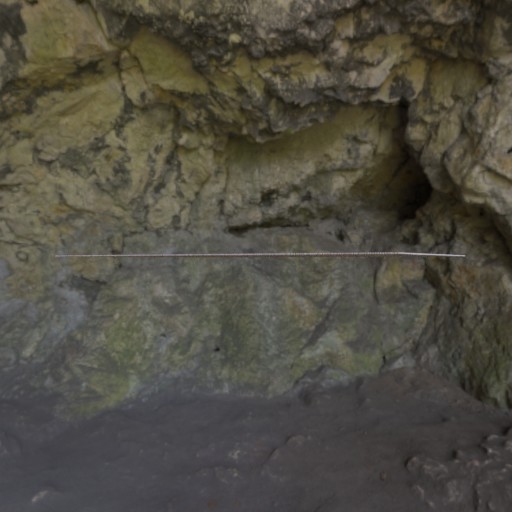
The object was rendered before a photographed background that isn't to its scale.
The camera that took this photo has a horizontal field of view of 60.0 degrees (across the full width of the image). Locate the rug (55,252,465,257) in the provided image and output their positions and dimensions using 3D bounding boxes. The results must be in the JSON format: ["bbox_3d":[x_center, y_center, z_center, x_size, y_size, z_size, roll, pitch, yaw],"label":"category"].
[{"bbox_3d":[0.000,0.000,3.090,2.427,0.007,1.515,0,-1,35],"label":"rug"}]
